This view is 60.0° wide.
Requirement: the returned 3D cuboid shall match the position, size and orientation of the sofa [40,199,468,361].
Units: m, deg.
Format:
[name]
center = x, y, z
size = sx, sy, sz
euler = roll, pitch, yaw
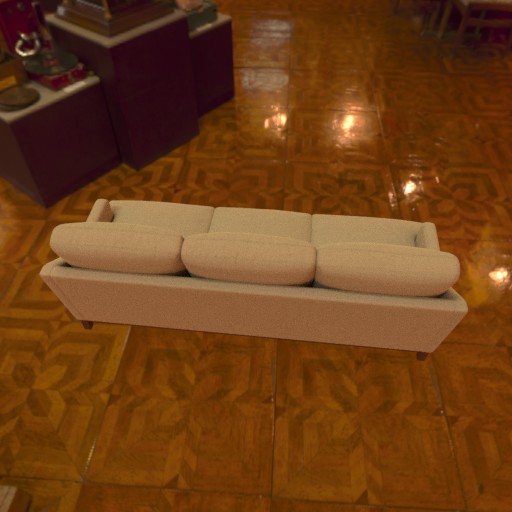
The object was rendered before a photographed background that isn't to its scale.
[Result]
[sofa]
center = 0.000, 0.000, 2.857
size = 2.321, 0.913, 1.000
euler = 5, 47, 4
